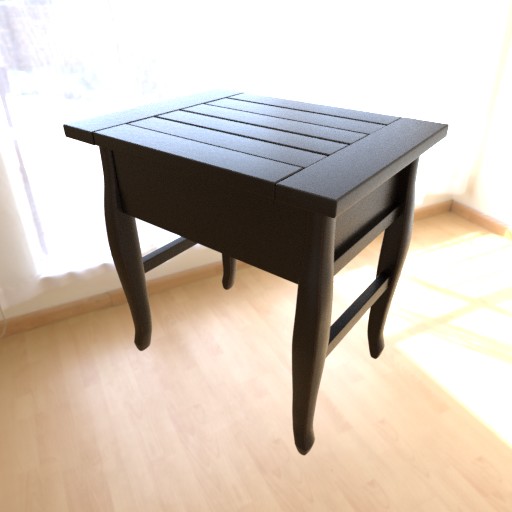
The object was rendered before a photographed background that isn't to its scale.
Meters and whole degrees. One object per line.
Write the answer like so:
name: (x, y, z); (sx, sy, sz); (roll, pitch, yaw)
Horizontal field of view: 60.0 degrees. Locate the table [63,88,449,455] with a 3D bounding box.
table: (0.000, 0.000, 1.022); (0.602, 0.604, 0.460); (22, 37, 31)
